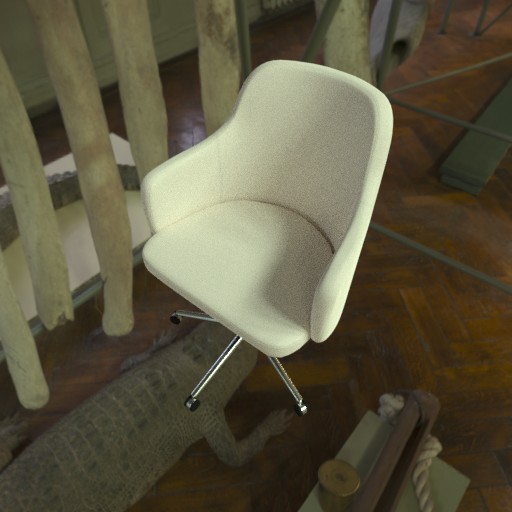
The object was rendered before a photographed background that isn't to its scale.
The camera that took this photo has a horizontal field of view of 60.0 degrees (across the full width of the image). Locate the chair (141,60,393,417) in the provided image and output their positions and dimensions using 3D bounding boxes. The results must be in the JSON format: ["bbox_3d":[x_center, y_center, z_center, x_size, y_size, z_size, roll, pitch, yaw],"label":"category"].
[{"bbox_3d":[0.000,0.000,1.212,0.602,0.819,0.647,31,53,26],"label":"chair"}]
